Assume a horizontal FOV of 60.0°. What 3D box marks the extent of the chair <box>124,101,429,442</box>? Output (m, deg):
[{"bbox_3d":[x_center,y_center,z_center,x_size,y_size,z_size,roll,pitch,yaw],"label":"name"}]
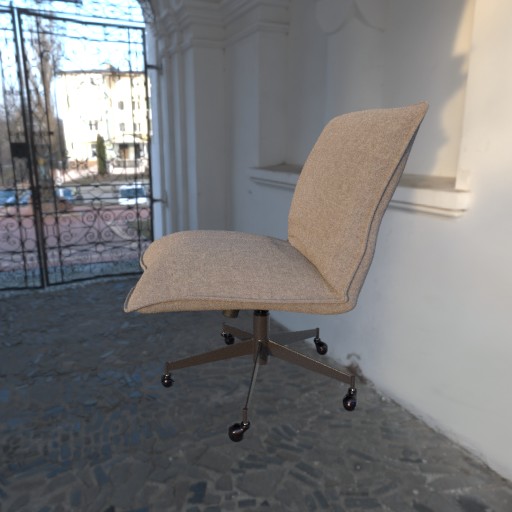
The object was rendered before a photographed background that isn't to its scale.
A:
[{"bbox_3d":[0.000,0.000,1.285,0.696,0.811,0.597,-2,15,-8],"label":"chair"}]
